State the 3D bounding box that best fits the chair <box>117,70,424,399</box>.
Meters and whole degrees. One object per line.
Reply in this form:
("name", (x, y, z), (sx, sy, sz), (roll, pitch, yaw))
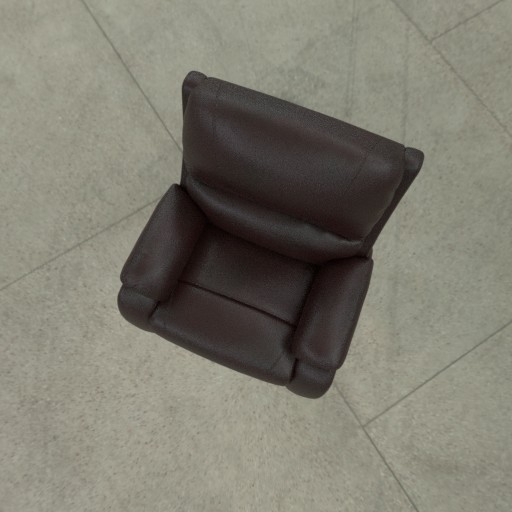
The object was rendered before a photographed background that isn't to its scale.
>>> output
("chair", (0.000, 0.000, 1.792), (0.930, 1.011, 0.899), (21, 76, 5))
